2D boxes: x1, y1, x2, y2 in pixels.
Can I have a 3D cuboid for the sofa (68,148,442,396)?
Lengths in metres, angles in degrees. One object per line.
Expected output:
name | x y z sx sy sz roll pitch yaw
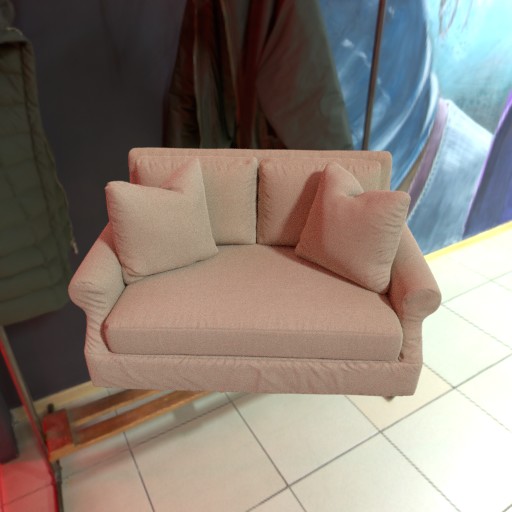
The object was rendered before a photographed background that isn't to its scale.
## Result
sofa | 0.000 0.000 2.178 1.550 0.905 1.070 1 31 2
